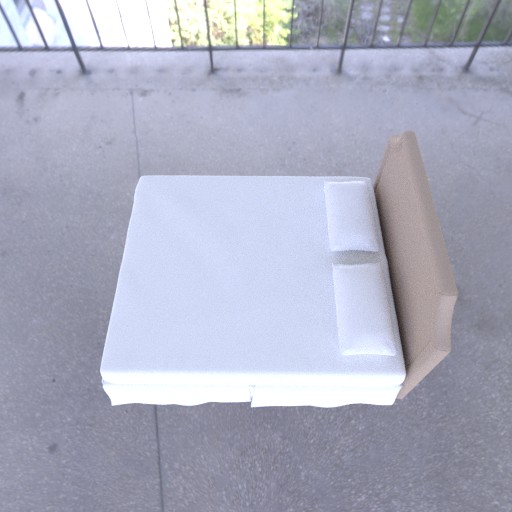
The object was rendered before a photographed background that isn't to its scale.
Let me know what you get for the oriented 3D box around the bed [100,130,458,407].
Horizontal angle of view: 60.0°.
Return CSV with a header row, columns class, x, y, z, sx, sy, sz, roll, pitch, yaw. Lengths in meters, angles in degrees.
class,x,y,z,sx,sy,sz,roll,pitch,yaw
bed,0.000,0.000,4.109,2.773,1.590,2.350,0,57,0
